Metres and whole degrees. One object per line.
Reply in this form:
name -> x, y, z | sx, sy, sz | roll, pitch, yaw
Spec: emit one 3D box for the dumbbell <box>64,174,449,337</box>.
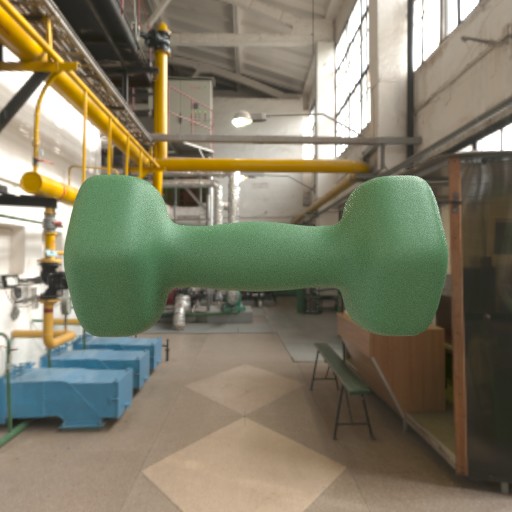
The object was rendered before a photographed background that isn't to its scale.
dumbbell -> 0.000, 0.000, 0.330 | 0.257, 0.114, 0.126 | 0, 0, 0
